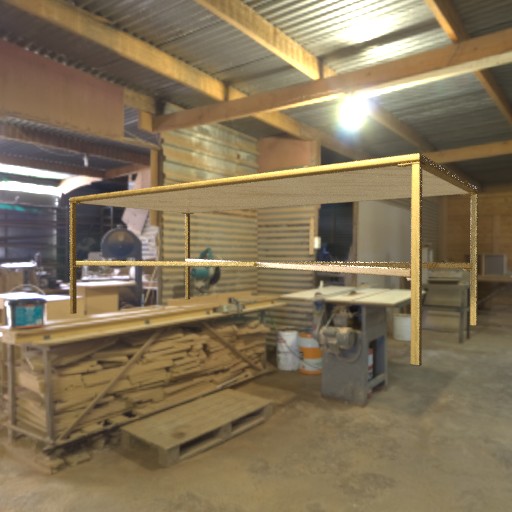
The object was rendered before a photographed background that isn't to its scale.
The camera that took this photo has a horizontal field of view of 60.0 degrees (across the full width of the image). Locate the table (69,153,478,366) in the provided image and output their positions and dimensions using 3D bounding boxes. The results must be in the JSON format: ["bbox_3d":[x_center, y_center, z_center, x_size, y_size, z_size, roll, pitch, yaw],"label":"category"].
[{"bbox_3d":[0.000,0.000,1.427,1.197,0.405,0.577,1,1,36],"label":"table"}]
